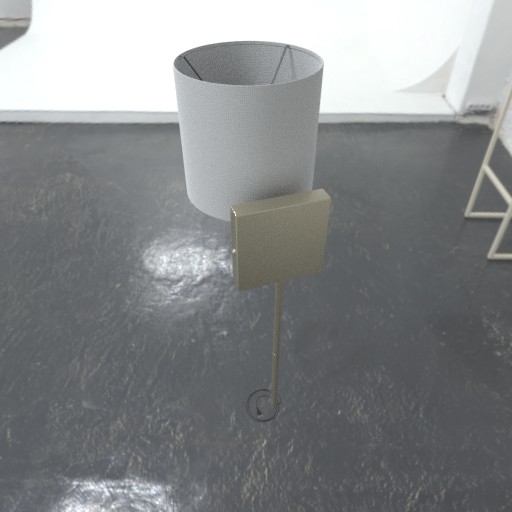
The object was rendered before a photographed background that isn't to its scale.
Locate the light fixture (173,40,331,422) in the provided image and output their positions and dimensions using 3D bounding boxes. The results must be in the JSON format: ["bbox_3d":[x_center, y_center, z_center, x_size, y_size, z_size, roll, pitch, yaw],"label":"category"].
[{"bbox_3d":[0.000,0.000,0.721,0.188,0.589,0.248,-12,41,-14],"label":"light fixture"}]
